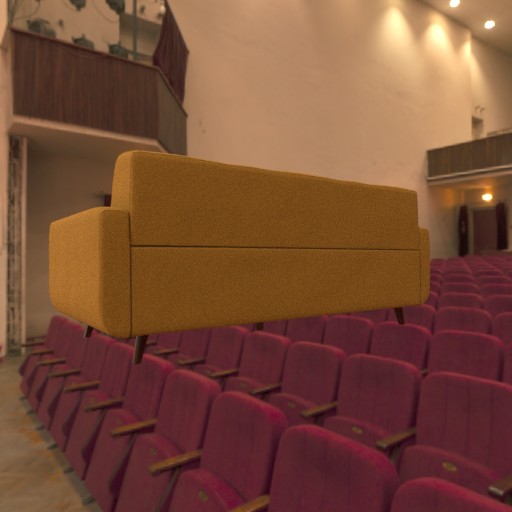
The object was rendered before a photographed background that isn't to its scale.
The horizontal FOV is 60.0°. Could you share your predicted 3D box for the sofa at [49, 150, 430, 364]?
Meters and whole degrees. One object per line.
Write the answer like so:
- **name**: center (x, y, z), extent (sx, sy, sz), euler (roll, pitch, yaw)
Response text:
- **sofa**: center (0.000, 0.000, 2.525), extent (2.029, 0.841, 0.909), euler (0, 0, -36)
